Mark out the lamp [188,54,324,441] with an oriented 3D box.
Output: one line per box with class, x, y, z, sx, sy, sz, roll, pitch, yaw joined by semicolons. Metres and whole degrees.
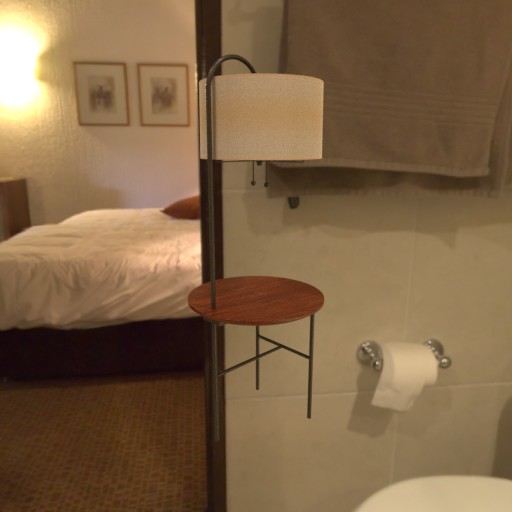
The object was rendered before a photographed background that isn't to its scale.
lamp;0.000;0.000;1.835;0.573;1.517;0.573;0;14;0
